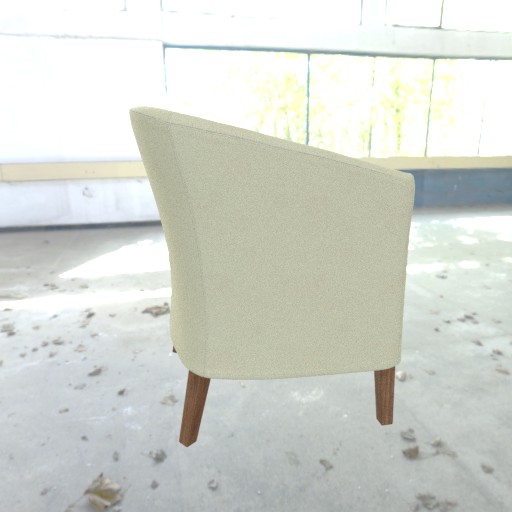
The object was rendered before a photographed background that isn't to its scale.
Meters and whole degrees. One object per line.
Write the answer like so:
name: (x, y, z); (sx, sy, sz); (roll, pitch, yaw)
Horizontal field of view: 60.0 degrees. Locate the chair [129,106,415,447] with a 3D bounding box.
chair: (0.000, 0.000, 1.302); (0.657, 0.822, 0.643); (-3, 16, -12)
